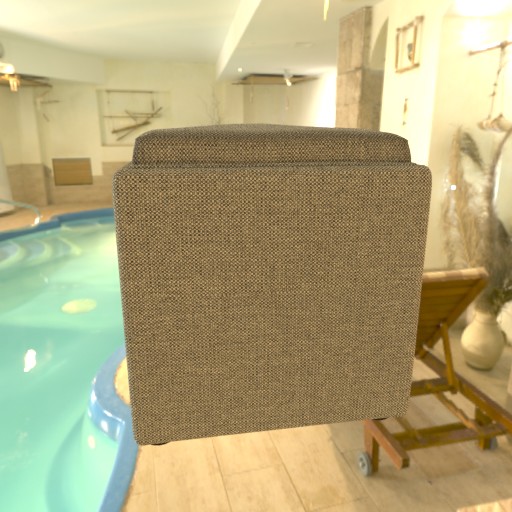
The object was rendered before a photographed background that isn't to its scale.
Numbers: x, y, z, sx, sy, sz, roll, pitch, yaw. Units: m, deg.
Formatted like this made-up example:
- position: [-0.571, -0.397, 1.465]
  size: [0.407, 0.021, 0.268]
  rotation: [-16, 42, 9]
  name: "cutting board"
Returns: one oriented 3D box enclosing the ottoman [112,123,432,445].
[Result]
- position: [0.000, 0.000, 0.853]
  size: [0.454, 0.487, 0.436]
  rotation: [-3, 16, -9]
  name: "ottoman"
